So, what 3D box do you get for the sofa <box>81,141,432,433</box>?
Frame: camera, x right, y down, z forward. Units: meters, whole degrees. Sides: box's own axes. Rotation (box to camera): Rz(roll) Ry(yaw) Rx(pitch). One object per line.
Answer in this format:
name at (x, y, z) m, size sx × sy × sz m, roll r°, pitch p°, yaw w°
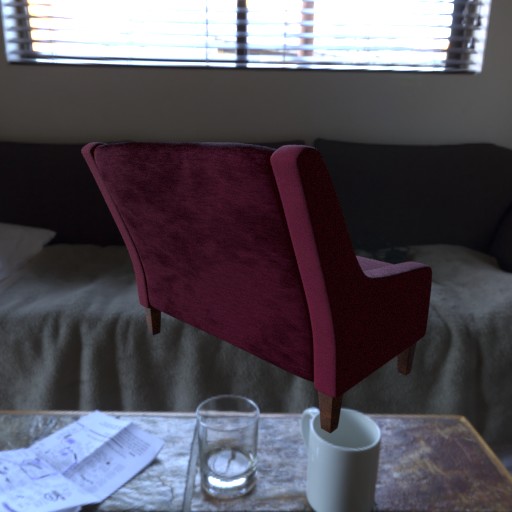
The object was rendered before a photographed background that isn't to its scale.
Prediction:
sofa at (0.000, 0.000, 1.952) m, size 1.242 × 0.976 × 0.946 m, roll 14°, pitch 21°, yaw 43°
